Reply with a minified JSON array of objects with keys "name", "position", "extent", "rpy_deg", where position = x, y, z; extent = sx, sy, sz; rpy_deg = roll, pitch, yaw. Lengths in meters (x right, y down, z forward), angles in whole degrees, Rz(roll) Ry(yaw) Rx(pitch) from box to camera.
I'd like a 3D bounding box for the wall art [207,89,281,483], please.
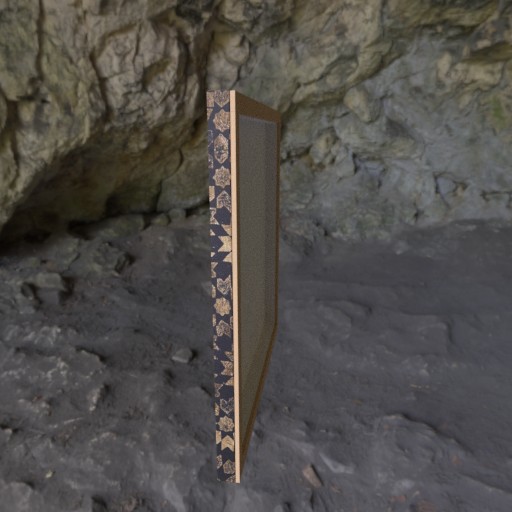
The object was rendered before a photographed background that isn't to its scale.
[{"name":"wall art","position":[0.000,0.000,0.945],"extent":[0.038,0.612,0.612],"rpy_deg":[2,16,8]}]
